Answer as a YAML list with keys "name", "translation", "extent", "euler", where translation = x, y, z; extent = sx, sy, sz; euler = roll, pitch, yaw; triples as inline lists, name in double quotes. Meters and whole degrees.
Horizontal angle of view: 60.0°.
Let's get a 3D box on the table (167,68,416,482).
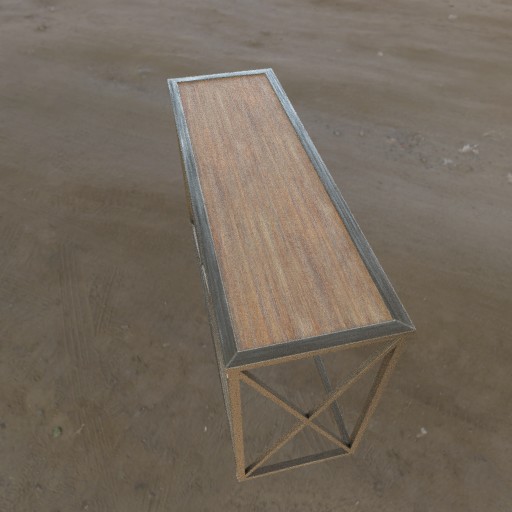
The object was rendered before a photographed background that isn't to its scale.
- name: "table"
  translation: [0.000, 0.000, 1.562]
  extent: [0.402, 0.753, 1.216]
  euler: [-10, 49, -9]
